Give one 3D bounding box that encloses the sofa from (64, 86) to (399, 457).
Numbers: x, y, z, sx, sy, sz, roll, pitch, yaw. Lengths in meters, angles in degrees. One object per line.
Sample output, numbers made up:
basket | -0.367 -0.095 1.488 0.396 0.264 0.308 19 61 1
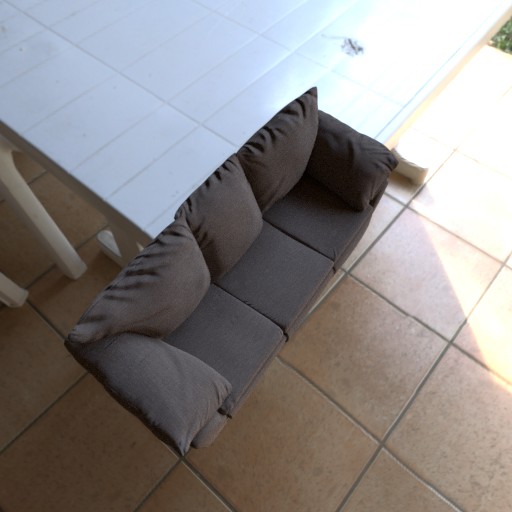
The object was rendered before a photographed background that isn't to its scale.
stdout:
sofa | 0.000 0.000 2.857 0.927 1.043 2.390 31 63 18
